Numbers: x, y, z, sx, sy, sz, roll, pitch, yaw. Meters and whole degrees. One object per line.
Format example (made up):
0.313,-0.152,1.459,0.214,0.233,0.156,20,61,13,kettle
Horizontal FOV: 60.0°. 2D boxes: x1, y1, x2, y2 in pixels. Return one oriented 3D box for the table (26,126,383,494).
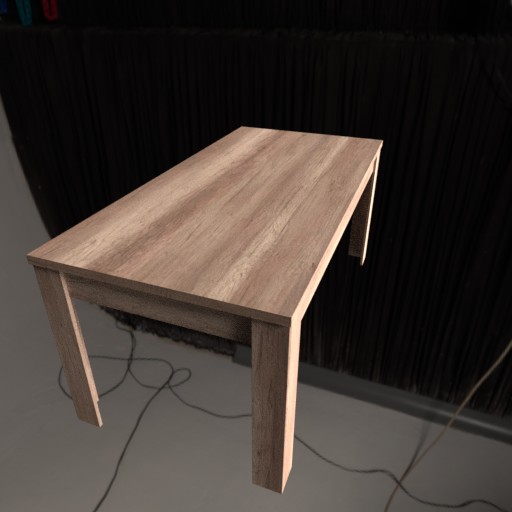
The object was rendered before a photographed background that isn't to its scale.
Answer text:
0.000,0.000,2.219,0.900,0.790,1.800,11,32,18,table
